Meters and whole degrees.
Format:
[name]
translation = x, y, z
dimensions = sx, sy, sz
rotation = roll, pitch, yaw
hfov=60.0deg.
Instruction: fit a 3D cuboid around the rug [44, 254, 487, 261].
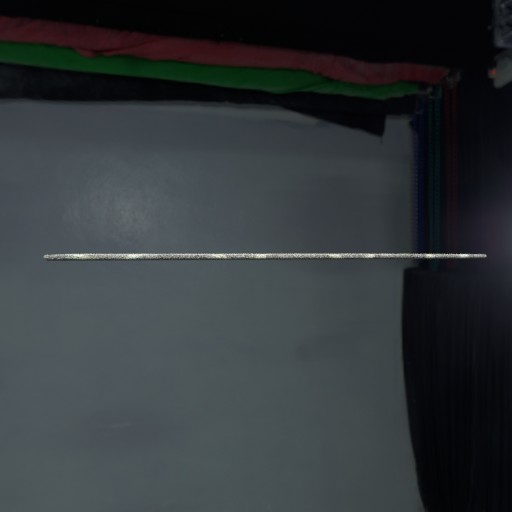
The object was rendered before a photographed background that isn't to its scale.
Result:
[rug]
translation = 0.000, 0.000, 2.930
dimensions = 2.348, 0.025, 1.501
rotation = 0, 0, -17
